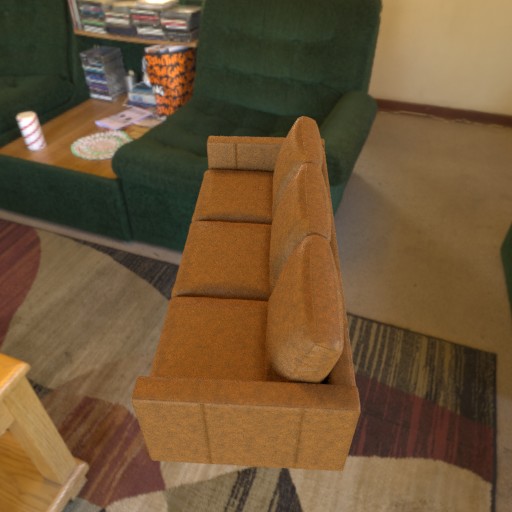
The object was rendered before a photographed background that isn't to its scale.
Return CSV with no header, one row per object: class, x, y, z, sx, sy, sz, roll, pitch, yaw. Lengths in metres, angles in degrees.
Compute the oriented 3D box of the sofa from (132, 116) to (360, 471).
sofa,0.000,0.000,2.650,0.903,0.930,2.231,2,41,2
